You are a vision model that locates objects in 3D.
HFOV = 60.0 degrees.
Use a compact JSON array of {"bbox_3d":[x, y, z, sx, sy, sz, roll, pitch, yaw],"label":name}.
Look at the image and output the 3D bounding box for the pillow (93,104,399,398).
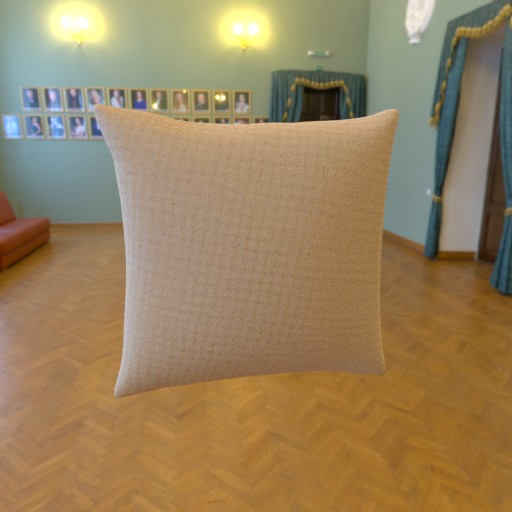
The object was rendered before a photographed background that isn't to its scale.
[{"bbox_3d":[0.000,0.000,0.635,0.419,0.407,0.173,-2,14,-9],"label":"pillow"}]
